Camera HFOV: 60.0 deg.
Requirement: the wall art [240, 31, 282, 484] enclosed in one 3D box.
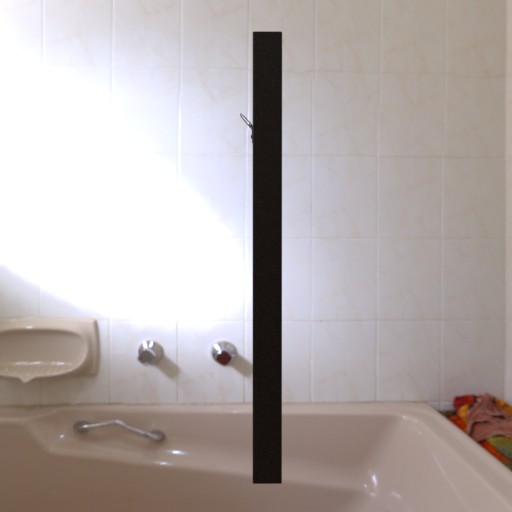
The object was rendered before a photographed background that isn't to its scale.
[{"bbox_3d":[0.000,0.000,0.516,0.038,0.349,0.349,0,1,0],"label":"wall art"}]
